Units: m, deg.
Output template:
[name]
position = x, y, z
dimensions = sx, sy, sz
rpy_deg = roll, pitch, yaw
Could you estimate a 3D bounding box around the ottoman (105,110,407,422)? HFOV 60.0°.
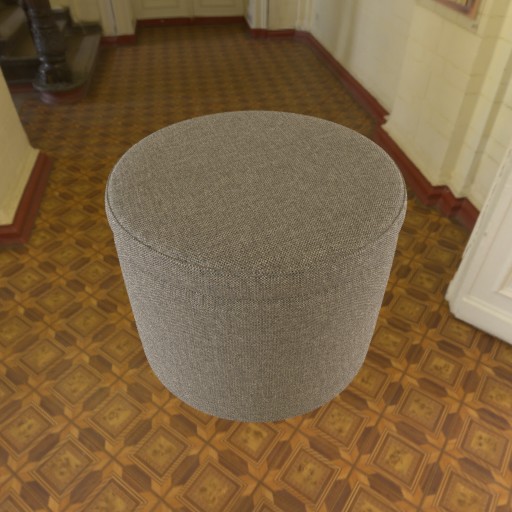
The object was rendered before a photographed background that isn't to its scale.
[ottoman]
position = 0.000, 0.000, 0.900
dimensions = 0.520, 0.430, 0.520
rpy_deg = 0, 42, 0
